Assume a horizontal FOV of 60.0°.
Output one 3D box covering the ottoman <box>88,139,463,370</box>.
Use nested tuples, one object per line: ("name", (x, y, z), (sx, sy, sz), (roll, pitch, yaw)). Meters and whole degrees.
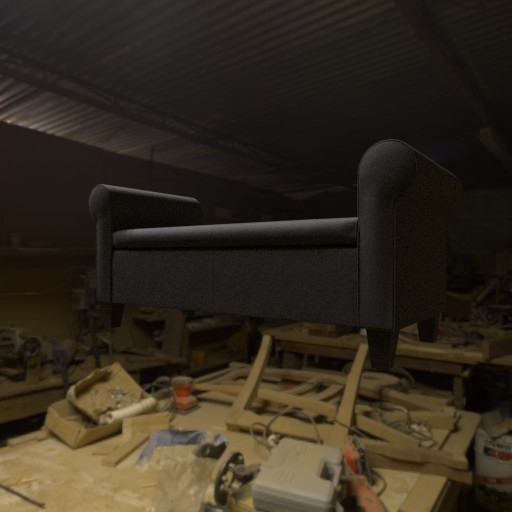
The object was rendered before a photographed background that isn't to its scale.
("ottoman", (0.000, 0.000, 1.565), (1.256, 0.547, 0.521), (0, 0, 36))
